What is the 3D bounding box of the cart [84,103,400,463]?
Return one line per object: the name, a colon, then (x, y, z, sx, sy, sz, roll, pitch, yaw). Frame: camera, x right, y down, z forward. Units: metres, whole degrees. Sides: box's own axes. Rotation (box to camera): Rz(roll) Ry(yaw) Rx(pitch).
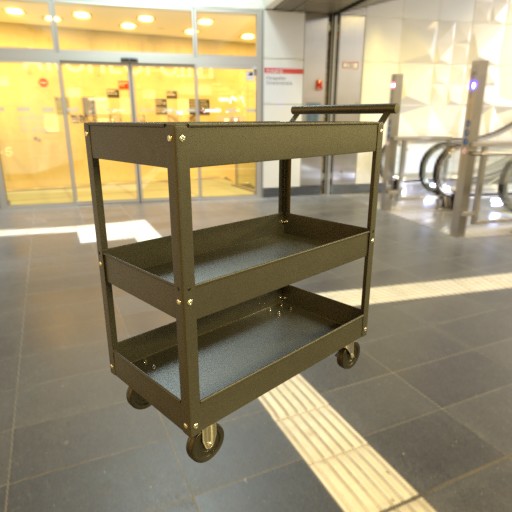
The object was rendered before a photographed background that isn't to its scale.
cart: (0.000, 0.000, 1.184, 0.719, 0.780, 0.366, -16, 23, -42)
